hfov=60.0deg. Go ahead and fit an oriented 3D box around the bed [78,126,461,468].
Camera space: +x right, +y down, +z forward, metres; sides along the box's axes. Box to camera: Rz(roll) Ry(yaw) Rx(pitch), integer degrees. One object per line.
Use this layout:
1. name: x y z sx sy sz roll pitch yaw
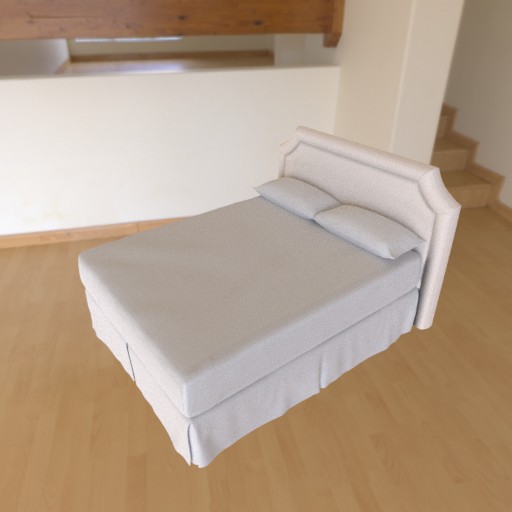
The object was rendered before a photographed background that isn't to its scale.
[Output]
1. bed: 0.000 0.000 3.275 2.164 1.297 1.828 -22 37 -32
